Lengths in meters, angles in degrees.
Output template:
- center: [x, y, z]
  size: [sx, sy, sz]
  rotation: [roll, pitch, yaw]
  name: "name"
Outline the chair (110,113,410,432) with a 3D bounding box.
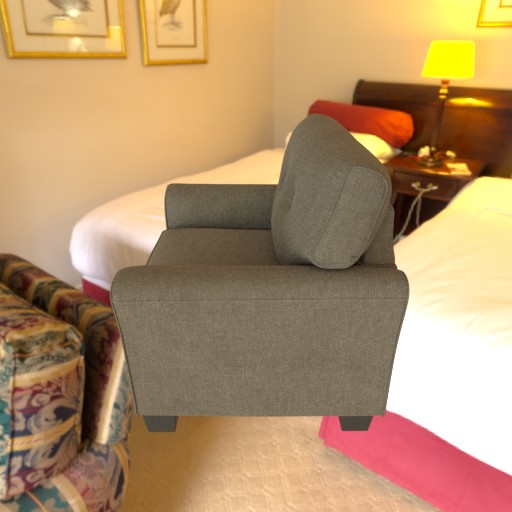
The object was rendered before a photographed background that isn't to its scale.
- center: [0.000, 0.000, 1.616]
  size: [0.816, 0.890, 0.941]
  rotation: [0, 26, 0]
  name: "chair"
